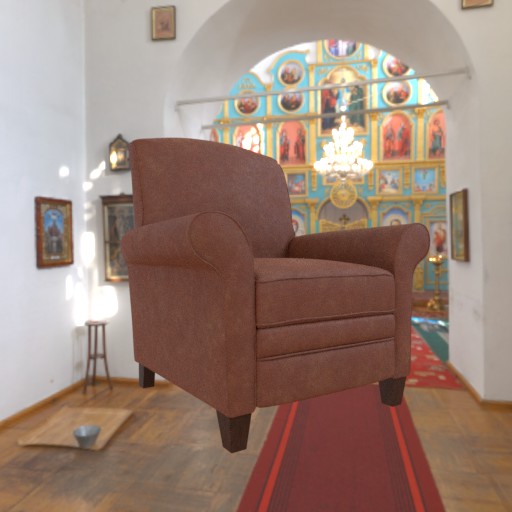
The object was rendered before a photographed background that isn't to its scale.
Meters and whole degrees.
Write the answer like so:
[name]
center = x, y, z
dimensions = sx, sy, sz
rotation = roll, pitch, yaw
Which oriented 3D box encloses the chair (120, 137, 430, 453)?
[chair]
center = 0.000, 0.000, 1.731
dimensions = 0.978, 1.061, 0.902
rotation = 0, 0, -34
